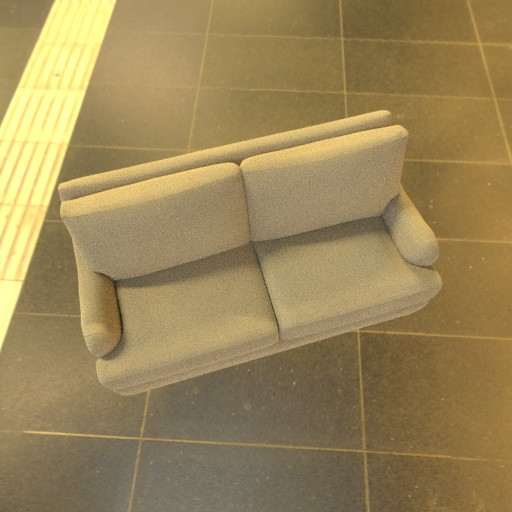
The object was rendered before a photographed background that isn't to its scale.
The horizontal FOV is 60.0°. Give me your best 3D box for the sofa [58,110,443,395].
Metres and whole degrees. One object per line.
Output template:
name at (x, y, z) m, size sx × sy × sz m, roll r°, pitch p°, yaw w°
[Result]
sofa at (0.000, 0.000, 2.704) m, size 2.070 × 0.997 × 1.091 m, roll -15°, pitch 63°, yaw -8°
